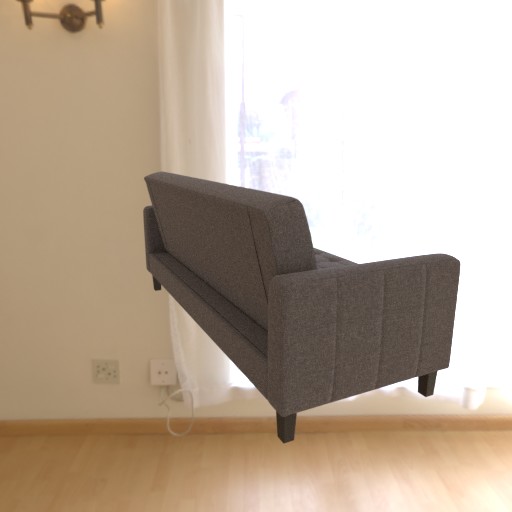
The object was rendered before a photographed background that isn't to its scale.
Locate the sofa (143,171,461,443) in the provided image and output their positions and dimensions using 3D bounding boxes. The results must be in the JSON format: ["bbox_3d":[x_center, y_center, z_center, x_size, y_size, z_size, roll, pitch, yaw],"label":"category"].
[{"bbox_3d":[0.000,0.000,2.444,0.810,0.850,2.040,-7,15,-25],"label":"sofa"}]
